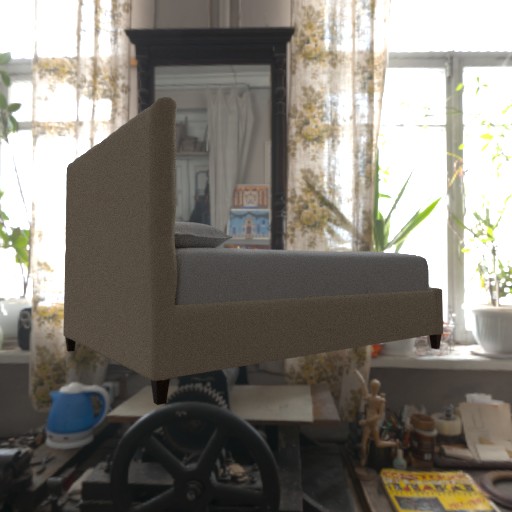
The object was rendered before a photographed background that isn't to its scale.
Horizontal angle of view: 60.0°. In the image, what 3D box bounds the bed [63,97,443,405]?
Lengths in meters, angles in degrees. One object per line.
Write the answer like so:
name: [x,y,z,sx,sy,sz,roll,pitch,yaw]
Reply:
bed: [0.000,0.000,3.391,2.387,1.427,1.698,1,-2,-37]
